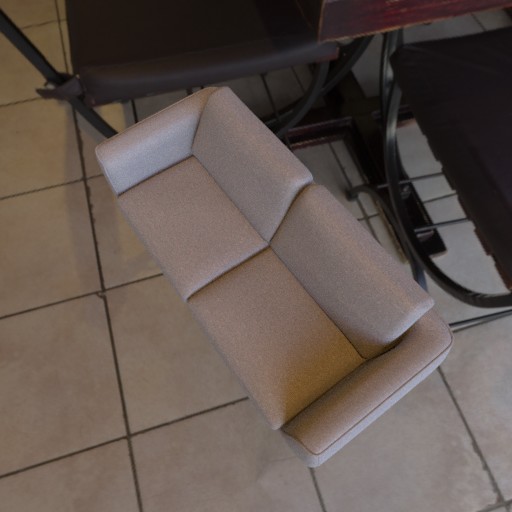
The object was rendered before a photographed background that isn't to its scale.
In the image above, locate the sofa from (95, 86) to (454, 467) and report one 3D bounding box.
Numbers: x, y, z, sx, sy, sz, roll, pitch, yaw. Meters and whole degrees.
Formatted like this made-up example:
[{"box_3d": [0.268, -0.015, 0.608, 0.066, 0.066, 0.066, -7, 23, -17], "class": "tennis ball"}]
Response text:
[{"box_3d": [0.000, 0.000, 2.452, 0.920, 0.870, 2.000, -33, 68, -15], "class": "sofa"}]
